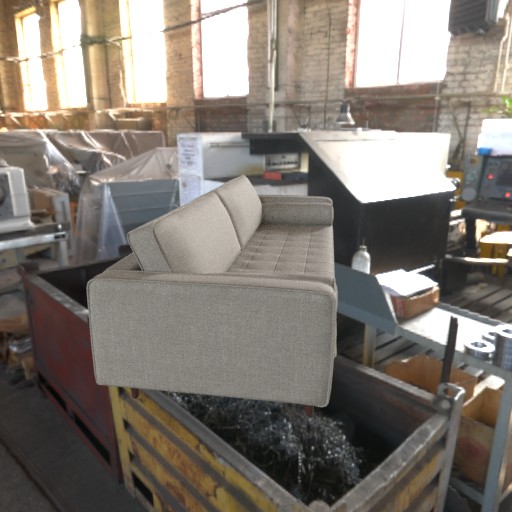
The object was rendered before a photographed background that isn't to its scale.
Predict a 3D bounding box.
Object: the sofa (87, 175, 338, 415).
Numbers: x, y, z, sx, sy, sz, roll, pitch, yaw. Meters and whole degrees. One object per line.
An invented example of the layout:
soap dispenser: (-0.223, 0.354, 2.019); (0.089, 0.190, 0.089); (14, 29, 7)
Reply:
sofa: (0.000, 0.000, 2.605); (0.914, 0.762, 2.211); (2, 16, 9)
